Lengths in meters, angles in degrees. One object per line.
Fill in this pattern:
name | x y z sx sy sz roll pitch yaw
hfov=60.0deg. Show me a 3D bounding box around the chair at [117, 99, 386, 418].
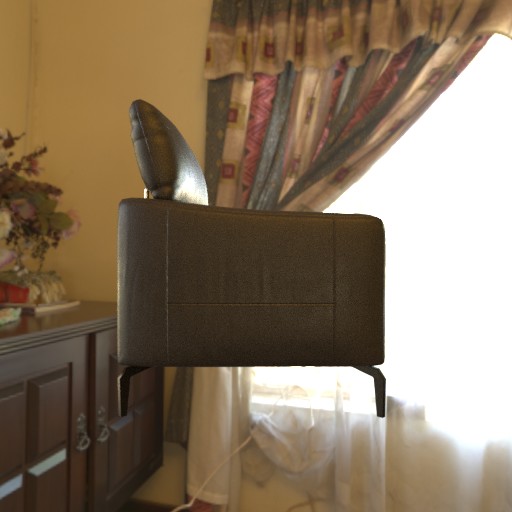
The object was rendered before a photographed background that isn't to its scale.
chair | 0.000 0.000 1.716 0.809 0.949 0.976 0 0 1
